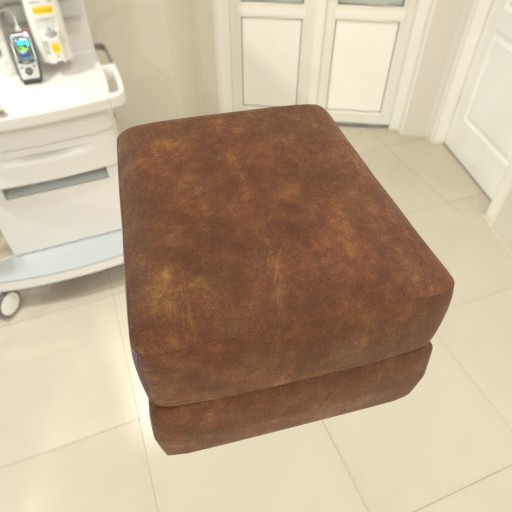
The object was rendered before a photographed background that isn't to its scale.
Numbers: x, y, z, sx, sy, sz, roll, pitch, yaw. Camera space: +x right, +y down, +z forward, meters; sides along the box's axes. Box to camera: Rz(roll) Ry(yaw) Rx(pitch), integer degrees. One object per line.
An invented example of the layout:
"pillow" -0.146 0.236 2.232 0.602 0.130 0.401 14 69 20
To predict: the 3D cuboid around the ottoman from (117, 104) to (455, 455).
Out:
"ottoman" 0.000 0.000 1.112 0.603 0.476 0.751 -10 47 -10
